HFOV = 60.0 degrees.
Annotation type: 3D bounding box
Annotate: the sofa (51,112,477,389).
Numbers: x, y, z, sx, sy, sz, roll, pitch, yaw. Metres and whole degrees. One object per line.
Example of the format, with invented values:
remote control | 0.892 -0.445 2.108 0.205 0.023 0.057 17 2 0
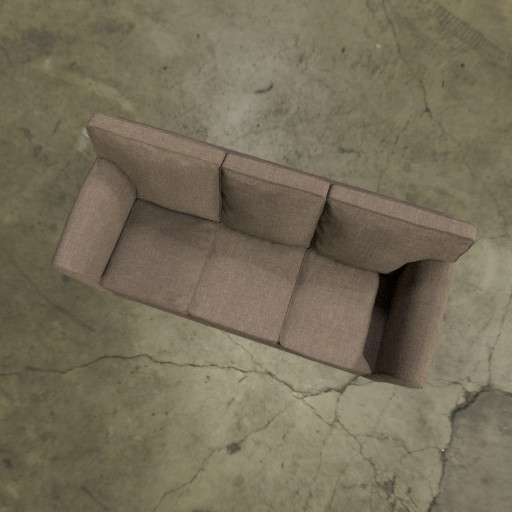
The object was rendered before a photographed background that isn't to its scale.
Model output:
sofa | 0.000 0.000 2.556 2.084 0.961 0.916 18 76 5
